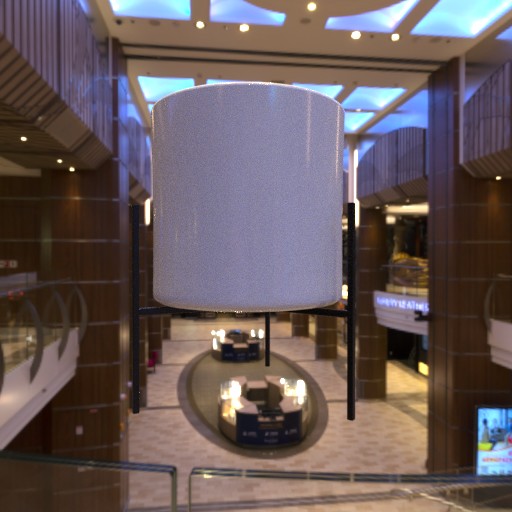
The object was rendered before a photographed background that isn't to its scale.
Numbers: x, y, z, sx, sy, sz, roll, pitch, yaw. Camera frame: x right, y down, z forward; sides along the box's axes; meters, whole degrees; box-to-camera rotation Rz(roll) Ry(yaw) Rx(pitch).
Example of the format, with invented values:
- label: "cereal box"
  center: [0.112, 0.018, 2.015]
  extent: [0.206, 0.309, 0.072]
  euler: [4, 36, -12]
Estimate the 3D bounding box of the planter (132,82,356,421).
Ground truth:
- label: "planter"
  center: [0.000, 0.000, 0.757]
  extent: [0.361, 0.480, 0.360]
  euler: [0, 1, 37]
